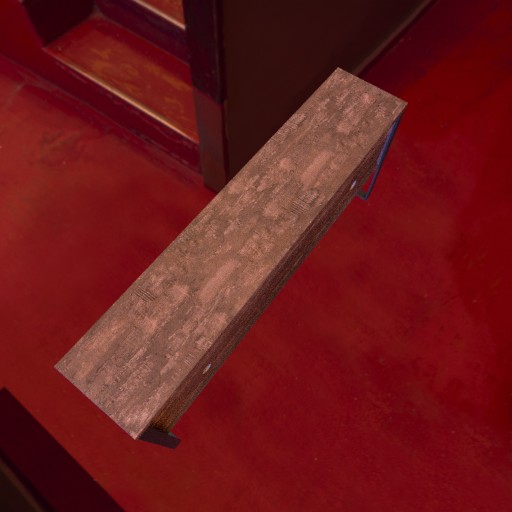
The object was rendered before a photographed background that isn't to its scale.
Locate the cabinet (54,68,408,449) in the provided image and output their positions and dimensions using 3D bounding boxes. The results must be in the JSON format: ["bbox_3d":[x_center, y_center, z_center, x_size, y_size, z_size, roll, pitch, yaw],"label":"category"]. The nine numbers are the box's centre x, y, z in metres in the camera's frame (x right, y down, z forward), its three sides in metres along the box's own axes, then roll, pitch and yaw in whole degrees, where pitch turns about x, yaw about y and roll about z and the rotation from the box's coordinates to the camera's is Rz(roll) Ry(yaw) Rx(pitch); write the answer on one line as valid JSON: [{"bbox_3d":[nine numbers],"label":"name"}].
[{"bbox_3d":[0.000,0.000,2.123,0.395,0.762,1.800,34,69,15],"label":"cabinet"}]
